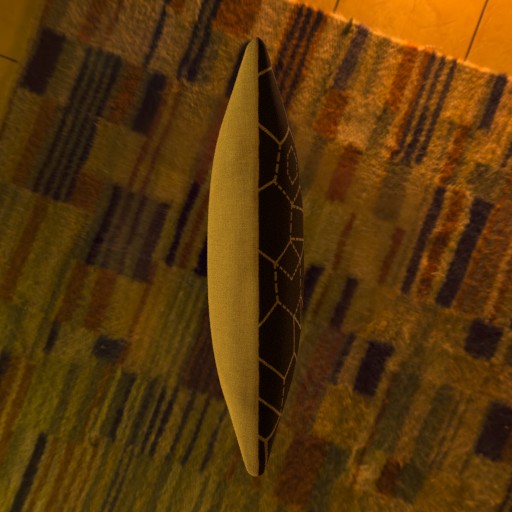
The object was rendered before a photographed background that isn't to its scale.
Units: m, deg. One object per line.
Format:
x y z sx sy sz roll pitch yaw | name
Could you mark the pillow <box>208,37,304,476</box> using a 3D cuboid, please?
0.000 0.000 0.769 0.158 0.508 0.517 0 90 0 | pillow
